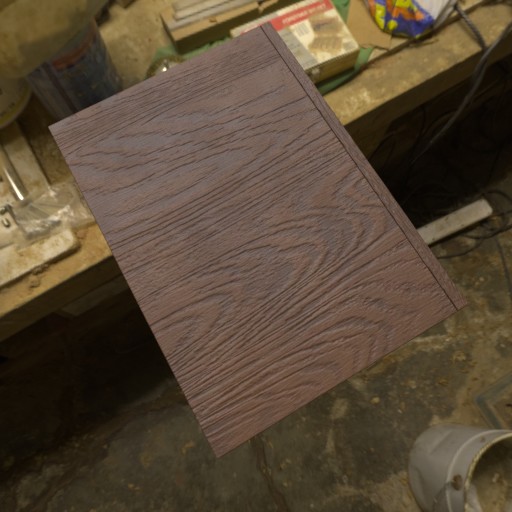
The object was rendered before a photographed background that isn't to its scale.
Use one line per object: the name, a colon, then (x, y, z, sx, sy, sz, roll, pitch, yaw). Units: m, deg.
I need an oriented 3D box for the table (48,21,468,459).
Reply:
table: (0.000, 0.000, 0.948, 0.439, 0.585, 0.560, -29, 77, -7)
